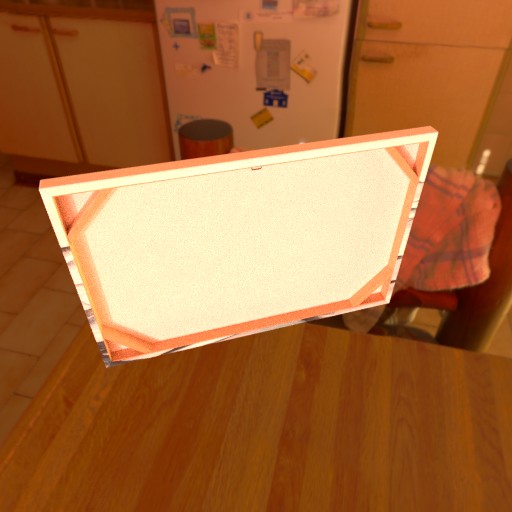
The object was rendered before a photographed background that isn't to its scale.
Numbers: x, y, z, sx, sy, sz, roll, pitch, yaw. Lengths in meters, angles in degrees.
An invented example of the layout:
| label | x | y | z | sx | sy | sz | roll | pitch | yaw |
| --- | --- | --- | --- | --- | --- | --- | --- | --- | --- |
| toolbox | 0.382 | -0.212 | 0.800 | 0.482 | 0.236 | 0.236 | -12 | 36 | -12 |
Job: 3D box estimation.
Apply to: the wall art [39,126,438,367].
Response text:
| label | x | y | z | sx | sy | sz | roll | pitch | yaw |
| --- | --- | --- | --- | --- | --- | --- | --- | --- | --- |
| wall art | 0.000 | 0.000 | 1.194 | 0.914 | 0.609 | 0.039 | -11 | 42 | -12 |
